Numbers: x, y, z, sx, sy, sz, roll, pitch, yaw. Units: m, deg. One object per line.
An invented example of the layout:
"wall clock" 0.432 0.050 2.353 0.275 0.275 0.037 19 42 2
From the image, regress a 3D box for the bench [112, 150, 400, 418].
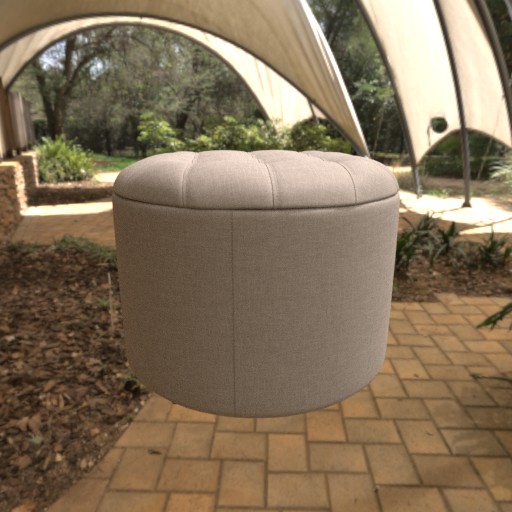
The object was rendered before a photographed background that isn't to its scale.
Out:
"bench" 0.000 0.000 1.004 0.600 0.453 0.600 0 16 0
